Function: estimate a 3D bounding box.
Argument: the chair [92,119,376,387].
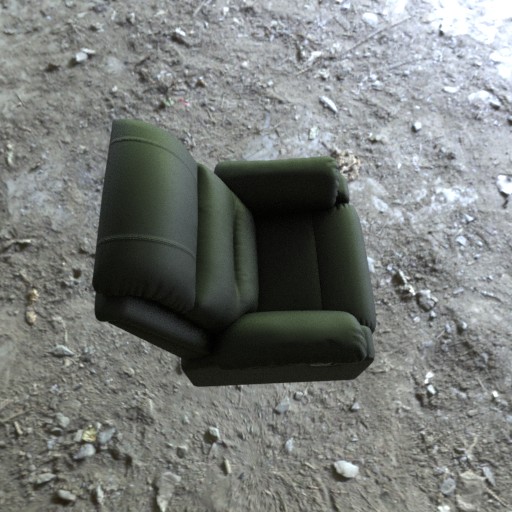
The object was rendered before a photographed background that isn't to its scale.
[{"bbox_3d":[0.000,0.000,1.678,0.919,0.992,0.855,-2,64,-1],"label":"chair"}]
